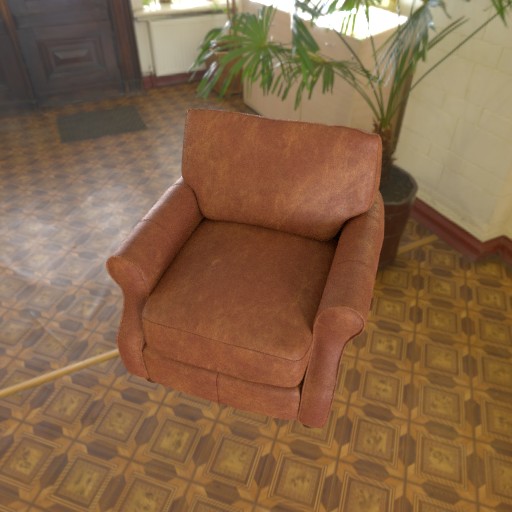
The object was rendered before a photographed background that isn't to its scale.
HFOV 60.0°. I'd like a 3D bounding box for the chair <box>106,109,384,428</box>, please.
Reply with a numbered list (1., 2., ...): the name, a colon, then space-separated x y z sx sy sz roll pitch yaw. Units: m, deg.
1. chair: 0.000 0.000 1.853 0.983 0.962 0.986 12 41 14
